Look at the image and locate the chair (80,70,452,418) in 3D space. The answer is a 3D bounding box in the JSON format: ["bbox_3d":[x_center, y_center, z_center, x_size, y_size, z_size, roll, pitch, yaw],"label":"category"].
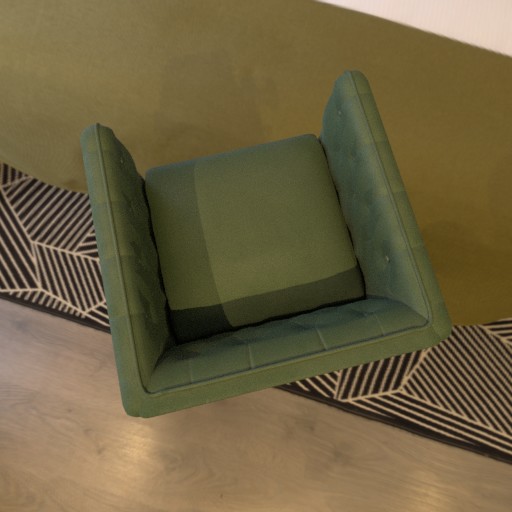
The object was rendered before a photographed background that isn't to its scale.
[{"bbox_3d":[0.000,0.000,1.567,0.917,0.768,0.855,-13,76,-3],"label":"chair"}]
